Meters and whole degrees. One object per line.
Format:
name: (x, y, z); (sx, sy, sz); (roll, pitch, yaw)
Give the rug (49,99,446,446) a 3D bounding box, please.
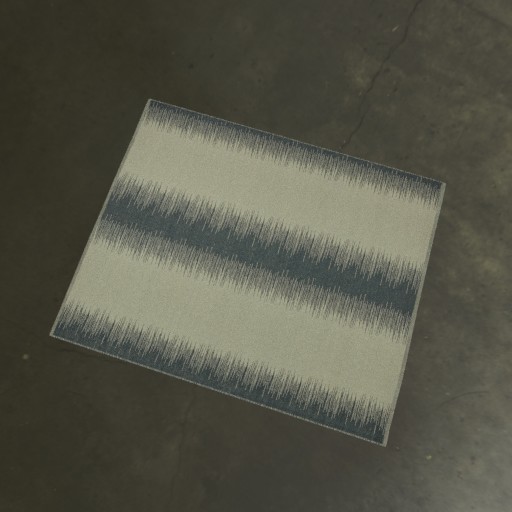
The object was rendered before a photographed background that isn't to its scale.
rug: (0.000, 0.000, 4.048); (3.037, 0.004, 2.453); (17, 77, 4)
